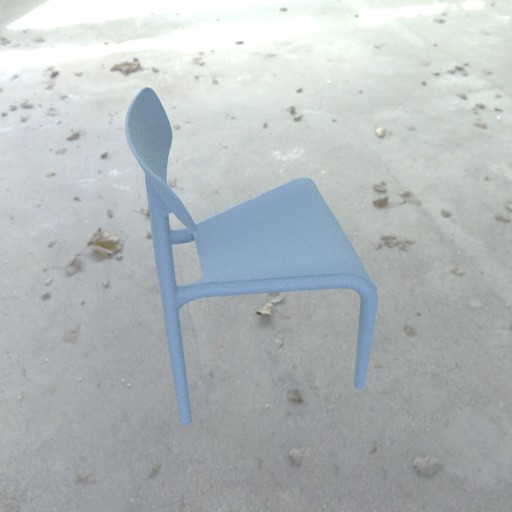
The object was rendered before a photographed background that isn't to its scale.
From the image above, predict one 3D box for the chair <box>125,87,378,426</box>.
[{"bbox_3d":[0.000,0.000,0.837,0.401,0.580,0.356,-11,47,-10],"label":"chair"}]
